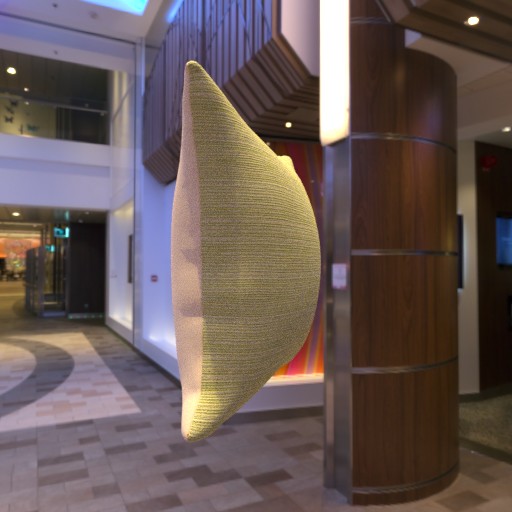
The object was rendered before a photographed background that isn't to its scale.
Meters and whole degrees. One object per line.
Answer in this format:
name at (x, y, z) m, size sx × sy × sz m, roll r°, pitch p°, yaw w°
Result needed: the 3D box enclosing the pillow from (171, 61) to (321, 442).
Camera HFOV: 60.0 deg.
pillow at (0.000, 0.000, 0.813) m, size 0.229 × 0.487 × 0.560 m, roll 0°, pitch -2°, yaw 17°
